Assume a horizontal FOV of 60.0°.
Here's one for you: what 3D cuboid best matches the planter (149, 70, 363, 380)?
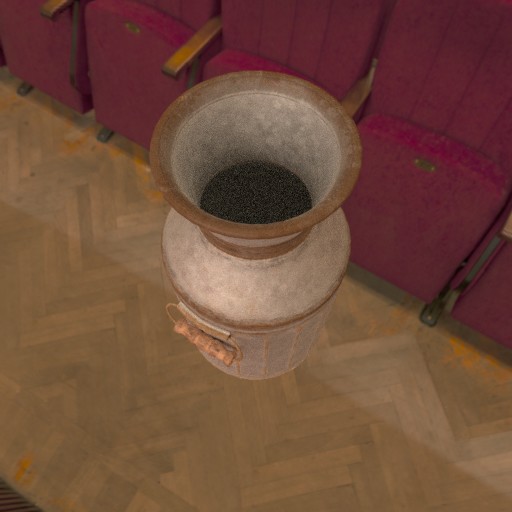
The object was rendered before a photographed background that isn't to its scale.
[{"bbox_3d":[0.000,0.000,0.530,0.214,0.396,0.245,30,67,14],"label":"planter"}]
